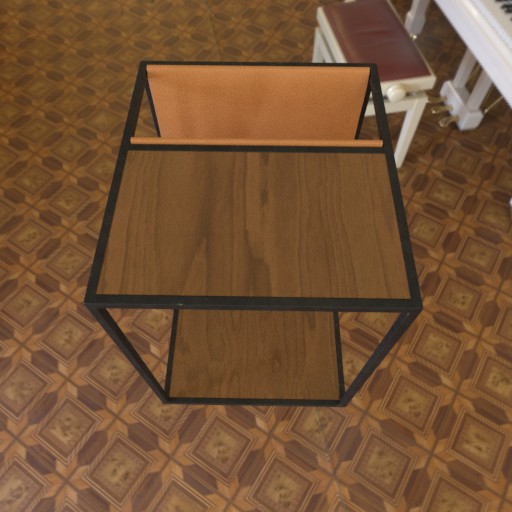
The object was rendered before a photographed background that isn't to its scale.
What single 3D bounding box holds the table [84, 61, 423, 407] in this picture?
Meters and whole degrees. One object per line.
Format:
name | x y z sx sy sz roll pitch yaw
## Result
table | 0.000 0.000 0.860 0.399 0.536 0.450 1 59 0
